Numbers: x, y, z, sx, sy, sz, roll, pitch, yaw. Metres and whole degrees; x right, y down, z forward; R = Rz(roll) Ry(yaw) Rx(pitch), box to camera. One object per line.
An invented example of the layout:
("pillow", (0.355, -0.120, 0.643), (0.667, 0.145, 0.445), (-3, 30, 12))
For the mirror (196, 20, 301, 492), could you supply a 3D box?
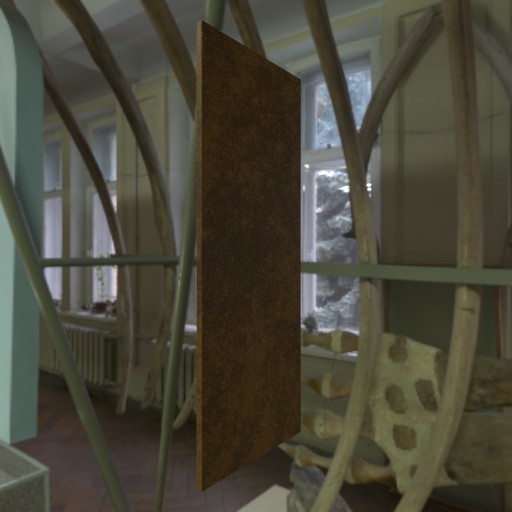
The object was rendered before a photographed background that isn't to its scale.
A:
("mirror", (0.000, 0.000, 2.240), (0.032, 2.031, 0.812), (0, 0, 37))
